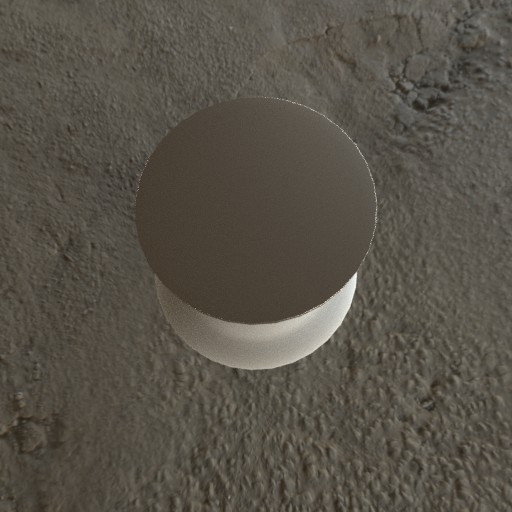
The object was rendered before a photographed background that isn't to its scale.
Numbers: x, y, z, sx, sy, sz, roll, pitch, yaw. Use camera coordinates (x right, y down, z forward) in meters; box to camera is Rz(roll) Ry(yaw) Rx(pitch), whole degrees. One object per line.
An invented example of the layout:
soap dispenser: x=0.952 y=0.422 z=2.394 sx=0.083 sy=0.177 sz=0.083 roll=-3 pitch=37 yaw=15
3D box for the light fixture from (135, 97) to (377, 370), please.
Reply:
light fixture: x=0.000 y=0.000 z=0.401 sx=0.199 sy=0.254 sz=0.199 roll=0 pitch=74 yaw=0
